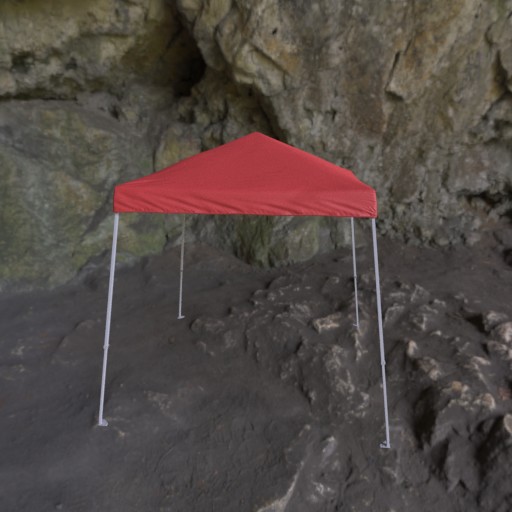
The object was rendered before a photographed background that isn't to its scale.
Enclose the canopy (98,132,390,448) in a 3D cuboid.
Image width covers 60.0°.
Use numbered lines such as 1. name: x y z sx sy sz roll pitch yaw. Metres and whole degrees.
1. canopy: 0.000 0.000 5.280 2.849 2.849 2.848 2 15 7
